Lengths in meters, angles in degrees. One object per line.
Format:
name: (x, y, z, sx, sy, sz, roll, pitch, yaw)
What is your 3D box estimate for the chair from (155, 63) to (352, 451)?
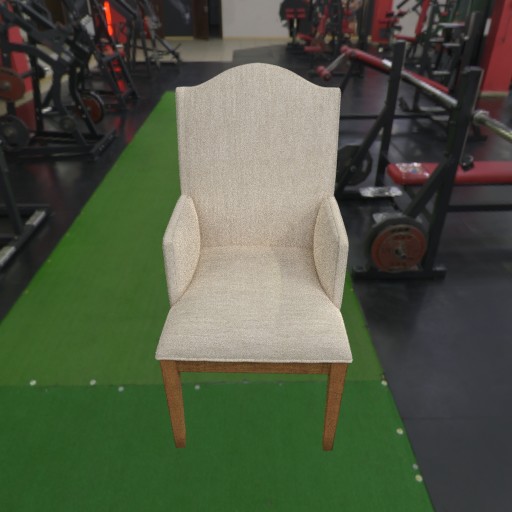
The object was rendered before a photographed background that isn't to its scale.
chair: (0.000, 0.000, 1.367, 0.533, 1.016, 0.641, 1, 32, 1)
